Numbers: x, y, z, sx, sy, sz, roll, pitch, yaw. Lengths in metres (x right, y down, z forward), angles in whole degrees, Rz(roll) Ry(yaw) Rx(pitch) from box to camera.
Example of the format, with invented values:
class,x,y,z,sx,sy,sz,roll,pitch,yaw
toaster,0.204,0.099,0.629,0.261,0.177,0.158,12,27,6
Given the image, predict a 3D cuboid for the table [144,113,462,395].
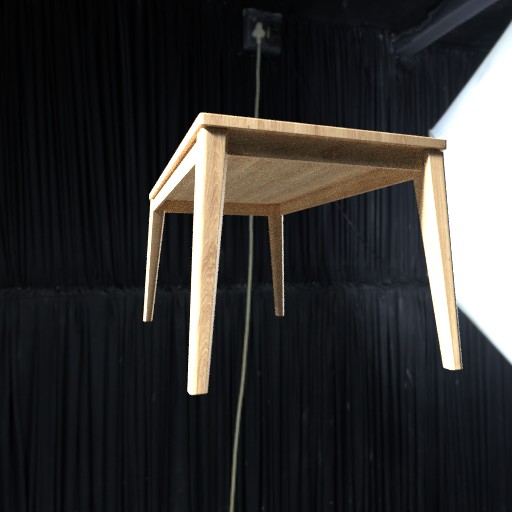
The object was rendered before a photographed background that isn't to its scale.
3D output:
class,x,y,z,sx,sy,sz,roll,pitch,yaw
table,0.000,0.000,2.072,0.900,0.760,1.600,0,-1,-19
